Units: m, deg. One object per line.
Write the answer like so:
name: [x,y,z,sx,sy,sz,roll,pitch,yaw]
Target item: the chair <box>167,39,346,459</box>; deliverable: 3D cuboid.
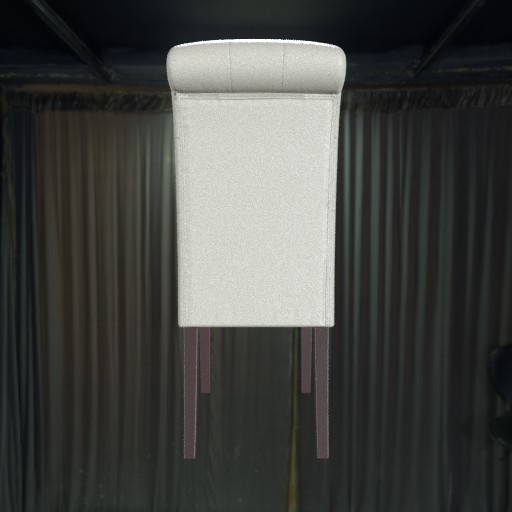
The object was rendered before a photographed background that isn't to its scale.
chair: [0.000,0.000,1.324,0.456,1.006,0.671,0,1,0]
